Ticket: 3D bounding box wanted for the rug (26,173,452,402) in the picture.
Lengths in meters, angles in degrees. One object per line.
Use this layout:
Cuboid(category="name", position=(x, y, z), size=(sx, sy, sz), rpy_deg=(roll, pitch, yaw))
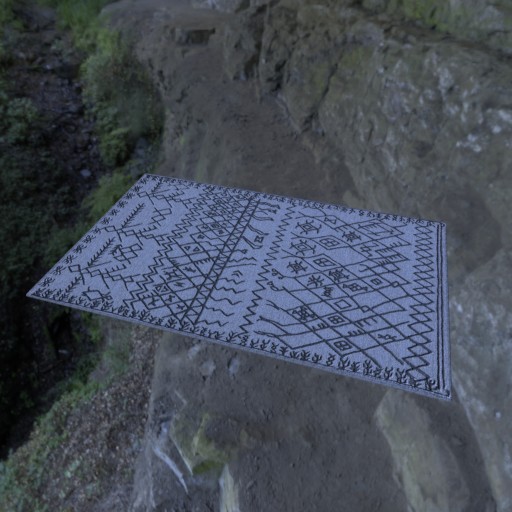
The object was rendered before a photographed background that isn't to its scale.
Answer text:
Cuboid(category="rug", position=(0.000, 0.000, 2.962), size=(2.444, 0.012, 1.526), rpy_deg=(11, 42, 13))
